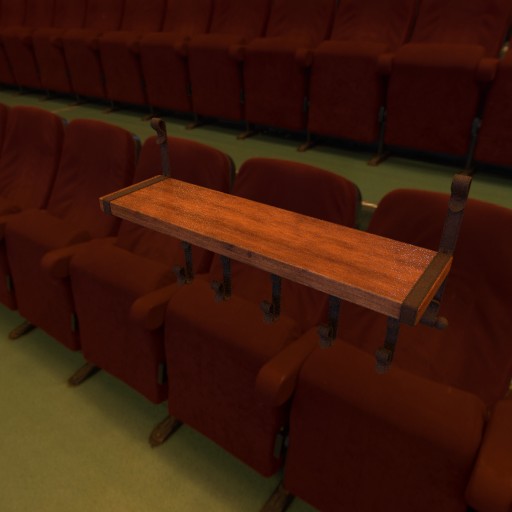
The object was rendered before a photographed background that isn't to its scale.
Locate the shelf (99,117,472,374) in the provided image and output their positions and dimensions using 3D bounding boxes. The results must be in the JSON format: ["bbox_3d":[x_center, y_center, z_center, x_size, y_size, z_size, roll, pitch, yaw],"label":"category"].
[{"bbox_3d":[0.000,0.000,0.691,0.567,0.330,0.146,19,35,30],"label":"shelf"}]
